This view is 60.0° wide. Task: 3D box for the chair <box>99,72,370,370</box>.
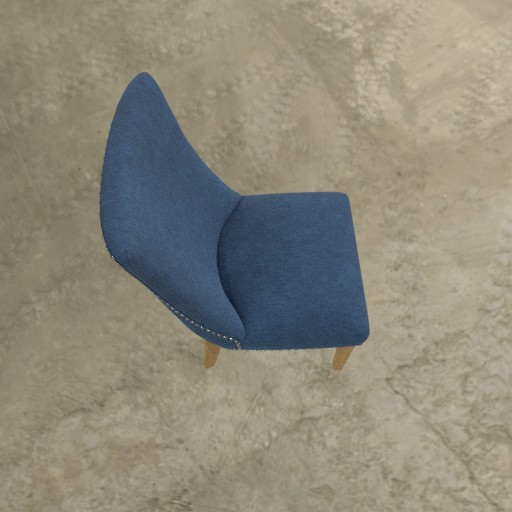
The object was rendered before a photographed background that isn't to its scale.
[{"bbox_3d":[0.000,0.000,1.264,0.610,0.902,0.495,-2,62,-1],"label":"chair"}]
